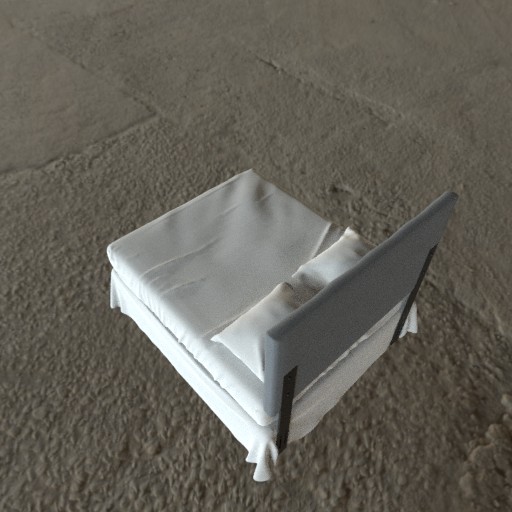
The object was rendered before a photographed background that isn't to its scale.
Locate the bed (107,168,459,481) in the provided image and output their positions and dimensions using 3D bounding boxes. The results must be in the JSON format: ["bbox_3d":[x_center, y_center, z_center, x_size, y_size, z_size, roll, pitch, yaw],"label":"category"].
[{"bbox_3d":[0.000,0.000,3.507,1.936,1.577,2.222,-33,55,-28],"label":"bed"}]
